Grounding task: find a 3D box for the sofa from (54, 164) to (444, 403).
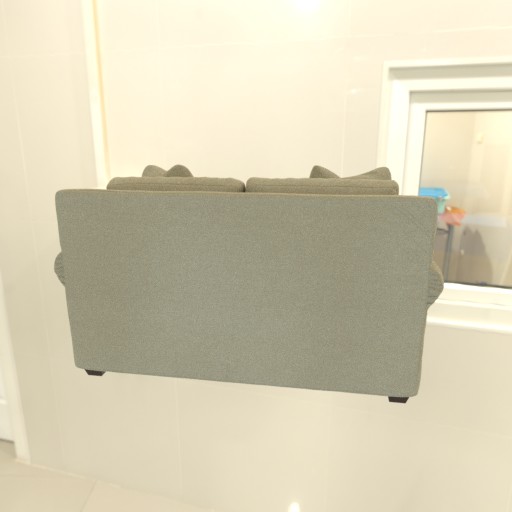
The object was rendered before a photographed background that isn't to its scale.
[{"bbox_3d":[0.000,0.000,2.198,1.550,0.905,1.070,2,16,9],"label":"sofa"}]
